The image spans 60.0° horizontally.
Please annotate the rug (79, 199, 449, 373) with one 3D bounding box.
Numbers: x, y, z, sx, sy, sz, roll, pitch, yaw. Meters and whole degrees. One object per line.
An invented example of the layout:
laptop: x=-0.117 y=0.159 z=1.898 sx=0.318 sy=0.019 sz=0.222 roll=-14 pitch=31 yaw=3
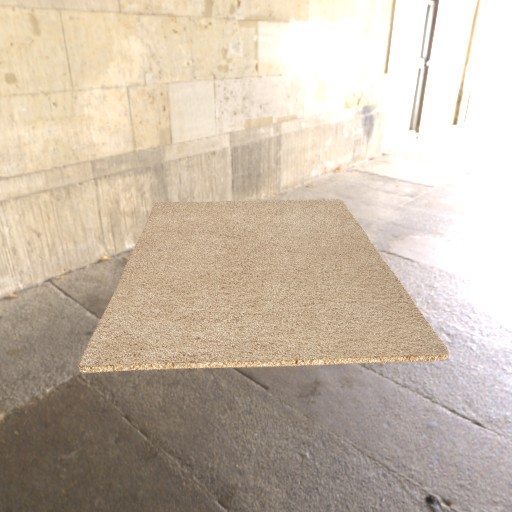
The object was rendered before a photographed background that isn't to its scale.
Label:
rug: x=0.000 y=0.000 z=2.132 sx=1.199 sy=0.025 sz=1.600 roll=-1 pitch=26 yaw=-3
